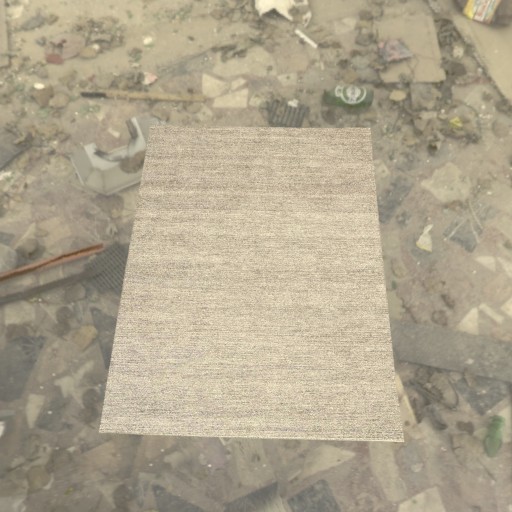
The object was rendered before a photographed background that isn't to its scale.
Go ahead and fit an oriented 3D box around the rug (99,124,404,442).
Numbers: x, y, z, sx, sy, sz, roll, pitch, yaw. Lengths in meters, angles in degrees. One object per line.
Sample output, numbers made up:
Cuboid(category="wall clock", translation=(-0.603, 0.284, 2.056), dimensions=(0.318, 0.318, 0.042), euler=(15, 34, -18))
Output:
Cuboid(category="rug", translation=(0.000, 0.000, 4.200), dimensions=(2.434, 0.045, 3.202), euler=(1, 64, 1))
